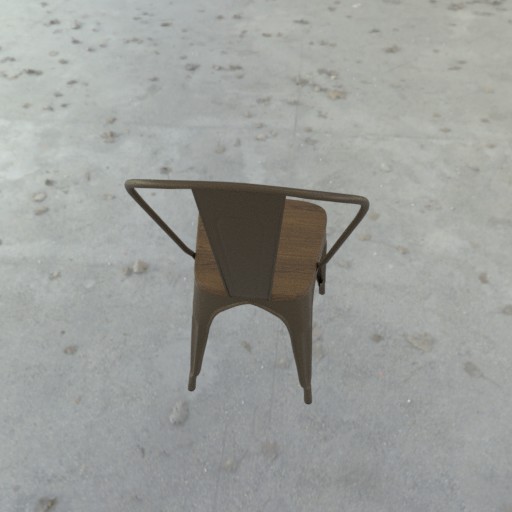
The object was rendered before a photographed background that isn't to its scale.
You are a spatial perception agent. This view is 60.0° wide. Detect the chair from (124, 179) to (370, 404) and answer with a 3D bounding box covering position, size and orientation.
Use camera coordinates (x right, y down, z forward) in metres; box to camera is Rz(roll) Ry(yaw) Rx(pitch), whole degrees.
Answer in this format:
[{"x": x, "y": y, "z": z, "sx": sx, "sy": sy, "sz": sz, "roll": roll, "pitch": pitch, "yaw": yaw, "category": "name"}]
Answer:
[{"x": 0.000, "y": 0.000, "z": 1.171, "sx": 0.451, "sy": 0.844, "sz": 0.532, "roll": 5, "pitch": 46, "yaw": 5, "category": "chair"}]
